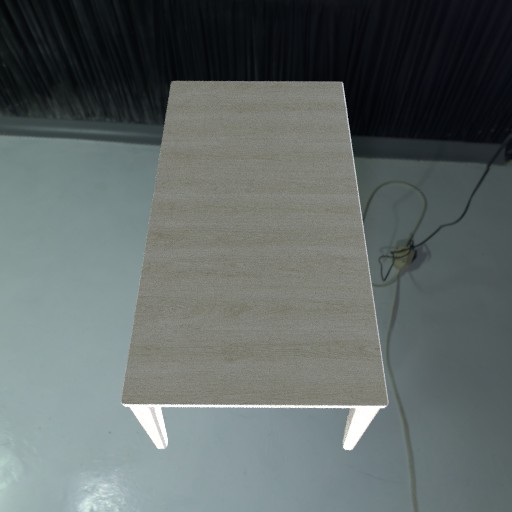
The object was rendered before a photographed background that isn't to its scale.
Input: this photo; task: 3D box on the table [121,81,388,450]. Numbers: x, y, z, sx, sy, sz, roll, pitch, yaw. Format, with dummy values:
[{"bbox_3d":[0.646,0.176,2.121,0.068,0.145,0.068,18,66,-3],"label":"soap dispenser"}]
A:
[{"bbox_3d":[0.000,0.000,2.105,0.900,0.760,1.600,0,59,0],"label":"table"}]
